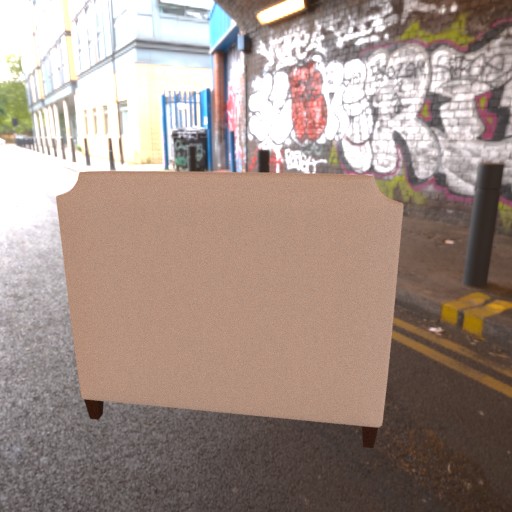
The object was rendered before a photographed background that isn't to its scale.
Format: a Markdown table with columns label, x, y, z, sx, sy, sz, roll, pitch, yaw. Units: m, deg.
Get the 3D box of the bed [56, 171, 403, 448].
| label | x | y | z | sx | sy | sz | roll | pitch | yaw |
| --- | --- | --- | --- | --- | --- | --- | --- | --- | --- |
| bed | 0.000 | 0.000 | 3.372 | 1.712 | 1.443 | 2.372 | 2 | 16 | 9 |
